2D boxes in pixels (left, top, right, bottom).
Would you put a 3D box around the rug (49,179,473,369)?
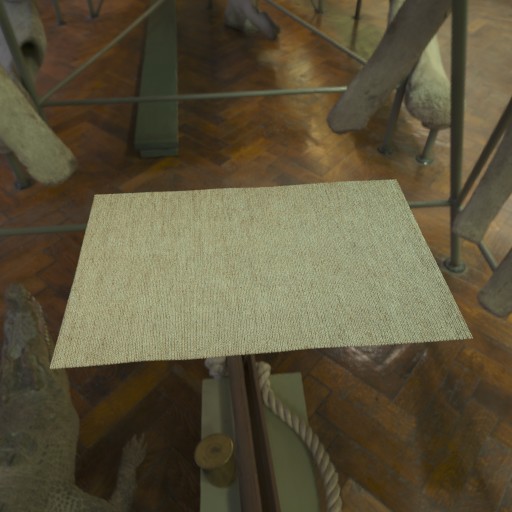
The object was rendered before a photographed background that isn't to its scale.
[{"bbox_3d":[0.000,0.000,3.058,2.439,0.011,1.533,-3,47,-3],"label":"rug"}]
